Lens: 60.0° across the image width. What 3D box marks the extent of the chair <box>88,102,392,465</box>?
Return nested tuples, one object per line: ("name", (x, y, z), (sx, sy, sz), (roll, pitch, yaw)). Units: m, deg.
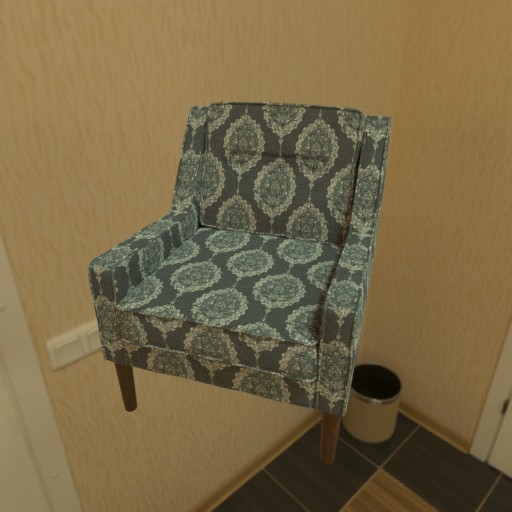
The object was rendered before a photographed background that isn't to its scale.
("chair", (0.000, 0.000, 1.311), (0.663, 0.792, 0.743), (8, 29, 16))
